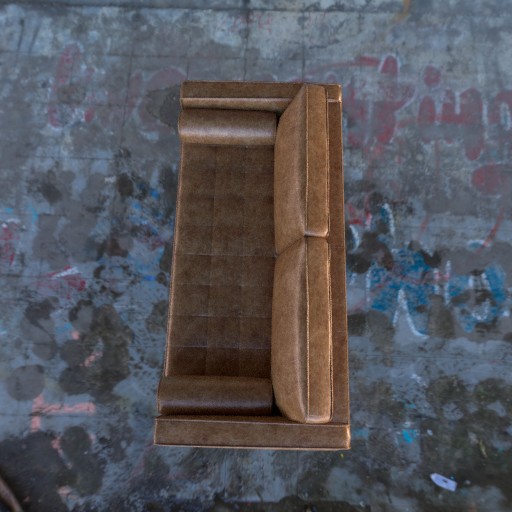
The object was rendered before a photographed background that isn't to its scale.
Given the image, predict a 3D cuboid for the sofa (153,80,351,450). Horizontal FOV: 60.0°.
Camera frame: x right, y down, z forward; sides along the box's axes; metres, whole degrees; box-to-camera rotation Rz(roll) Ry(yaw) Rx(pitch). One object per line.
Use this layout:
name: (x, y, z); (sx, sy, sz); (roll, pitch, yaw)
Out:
sofa: (0.000, 0.000, 2.423); (0.924, 0.825, 1.920); (1, 75, 0)
